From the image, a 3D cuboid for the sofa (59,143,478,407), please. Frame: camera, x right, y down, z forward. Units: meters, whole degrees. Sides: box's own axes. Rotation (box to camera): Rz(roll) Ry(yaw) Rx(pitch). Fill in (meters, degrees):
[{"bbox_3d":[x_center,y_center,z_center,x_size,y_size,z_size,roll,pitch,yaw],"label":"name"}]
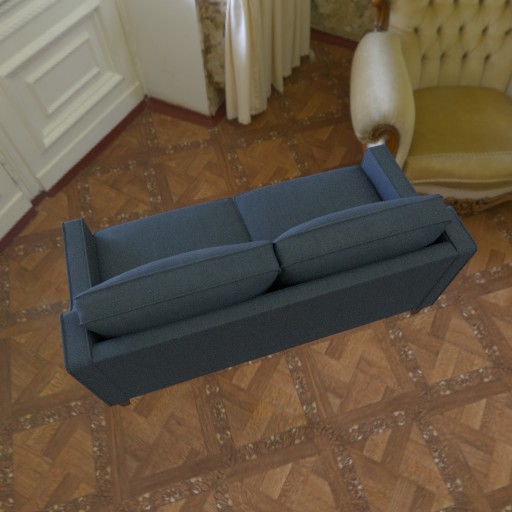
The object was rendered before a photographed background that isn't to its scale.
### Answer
[{"bbox_3d":[0.000,0.000,2.768,2.178,1.071,1.066,-15,60,-9],"label":"sofa"}]
